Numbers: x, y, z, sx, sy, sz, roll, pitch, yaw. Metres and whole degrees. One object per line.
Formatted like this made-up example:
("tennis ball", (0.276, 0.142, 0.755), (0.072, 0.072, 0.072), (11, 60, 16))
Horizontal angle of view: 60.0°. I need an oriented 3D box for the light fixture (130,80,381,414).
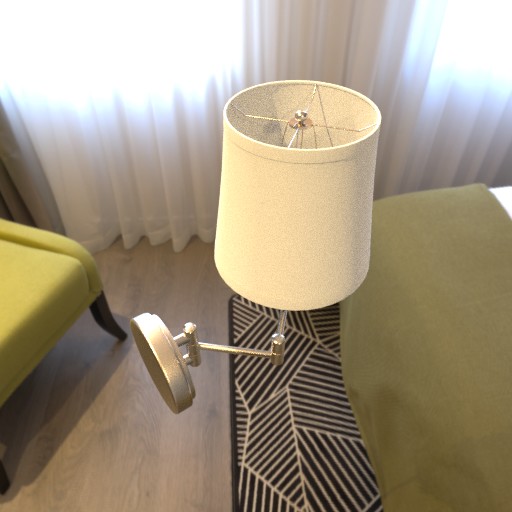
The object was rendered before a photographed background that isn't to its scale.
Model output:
("light fixture", (0.000, 0.000, 0.603), (0.348, 0.381, 0.223), (-25, 48, -24))
